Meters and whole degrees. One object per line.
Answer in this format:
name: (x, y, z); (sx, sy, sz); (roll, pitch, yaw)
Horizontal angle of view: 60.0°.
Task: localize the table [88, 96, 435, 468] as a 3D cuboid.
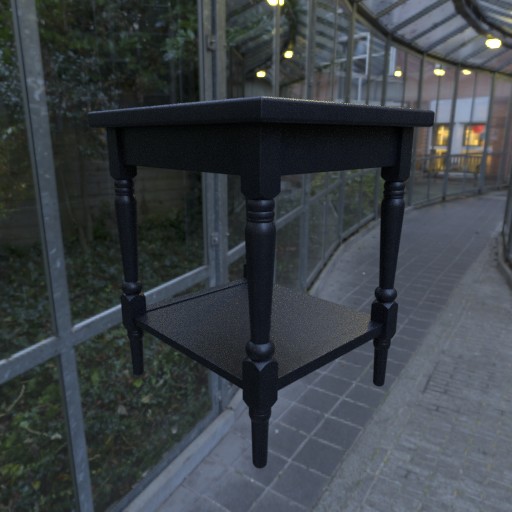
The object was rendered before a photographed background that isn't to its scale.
table: (0.000, 0.000, 0.908); (0.442, 0.565, 0.488); (-14, 20, -41)
